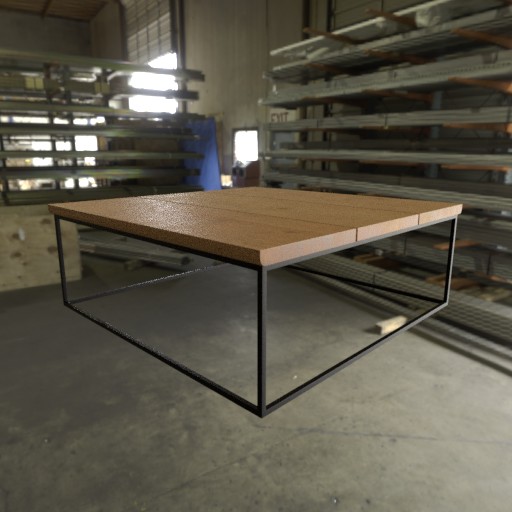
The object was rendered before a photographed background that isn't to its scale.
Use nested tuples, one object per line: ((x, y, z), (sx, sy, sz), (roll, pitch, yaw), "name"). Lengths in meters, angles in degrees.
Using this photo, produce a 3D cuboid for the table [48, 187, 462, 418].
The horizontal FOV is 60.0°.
((0.000, 0.000, 1.709), (1.100, 0.400, 1.100), (13, 19, 43), "table")
